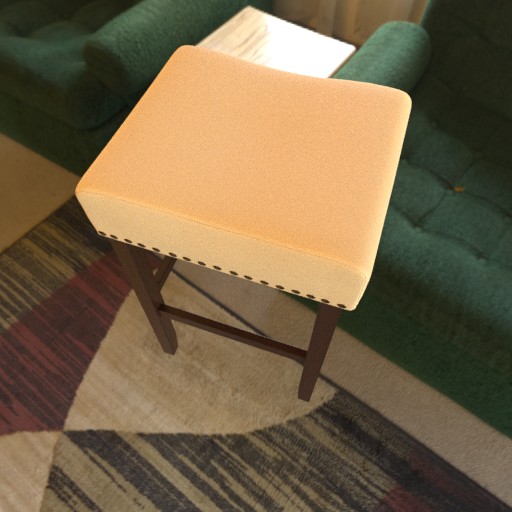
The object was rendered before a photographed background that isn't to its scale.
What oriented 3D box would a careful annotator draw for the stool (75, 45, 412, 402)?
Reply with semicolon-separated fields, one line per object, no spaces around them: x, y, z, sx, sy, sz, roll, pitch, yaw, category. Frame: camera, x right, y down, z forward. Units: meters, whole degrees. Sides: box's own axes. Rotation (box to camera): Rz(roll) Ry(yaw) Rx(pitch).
0.000;0.000;1.049;0.471;0.762;0.401;16;59;10;stool
